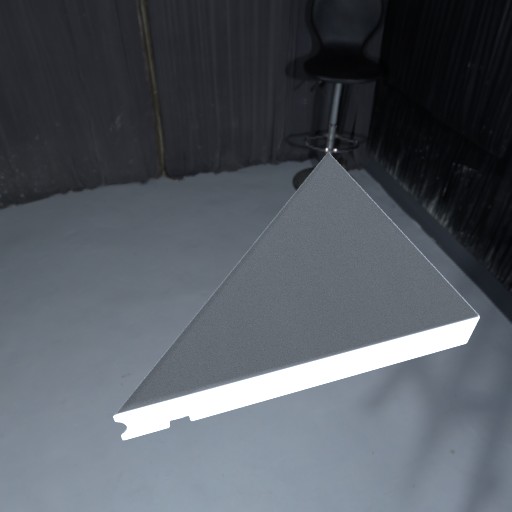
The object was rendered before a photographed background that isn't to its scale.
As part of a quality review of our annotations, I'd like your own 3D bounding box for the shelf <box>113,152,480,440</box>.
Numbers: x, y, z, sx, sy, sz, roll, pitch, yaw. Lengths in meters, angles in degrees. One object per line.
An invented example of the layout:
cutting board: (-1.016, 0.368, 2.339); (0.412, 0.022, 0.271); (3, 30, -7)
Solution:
shelf: (0.000, 0.000, 0.448); (0.296, 0.035, 0.296); (-12, 43, -13)
